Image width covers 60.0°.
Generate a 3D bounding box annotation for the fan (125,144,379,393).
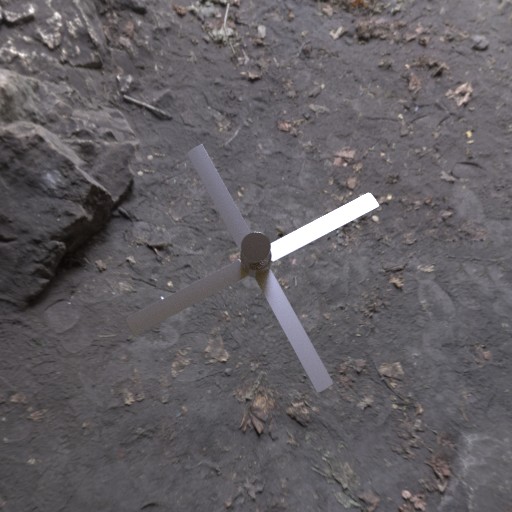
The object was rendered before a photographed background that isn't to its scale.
[{"bbox_3d":[0.000,0.000,1.996,1.322,0.355,1.322,-28,79,-6],"label":"fan"}]
